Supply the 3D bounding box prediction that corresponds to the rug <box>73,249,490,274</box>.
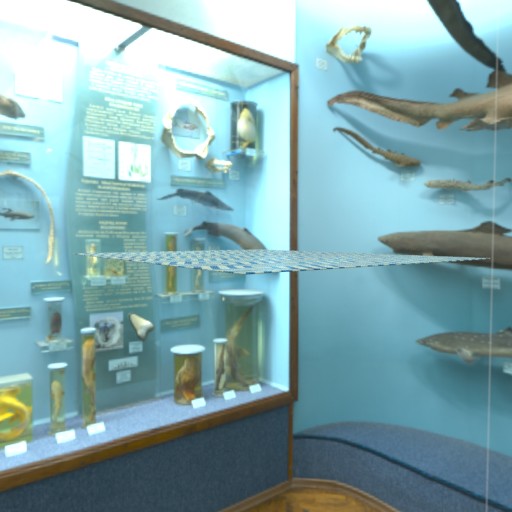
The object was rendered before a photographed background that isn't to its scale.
[{"bbox_3d":[0.000,0.000,4.077,2.453,0.008,3.059,-2,3,-37],"label":"rug"}]
